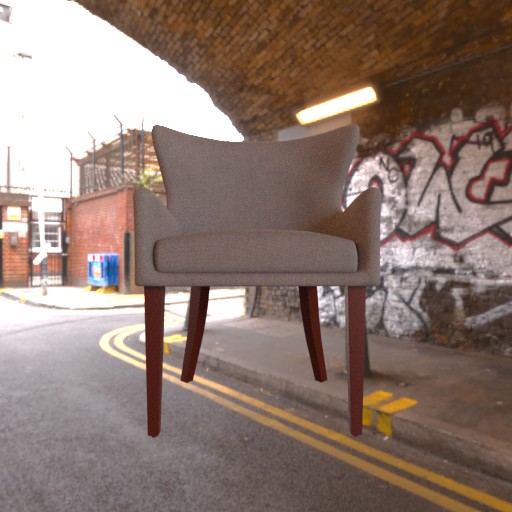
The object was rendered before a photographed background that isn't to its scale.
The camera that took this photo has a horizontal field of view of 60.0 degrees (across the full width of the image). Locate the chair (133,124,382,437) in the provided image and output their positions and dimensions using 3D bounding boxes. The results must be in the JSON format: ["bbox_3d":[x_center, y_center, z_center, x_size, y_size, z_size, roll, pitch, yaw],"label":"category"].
[{"bbox_3d":[0.000,0.000,1.453,0.732,0.948,0.677,0,0,-1],"label":"chair"}]
